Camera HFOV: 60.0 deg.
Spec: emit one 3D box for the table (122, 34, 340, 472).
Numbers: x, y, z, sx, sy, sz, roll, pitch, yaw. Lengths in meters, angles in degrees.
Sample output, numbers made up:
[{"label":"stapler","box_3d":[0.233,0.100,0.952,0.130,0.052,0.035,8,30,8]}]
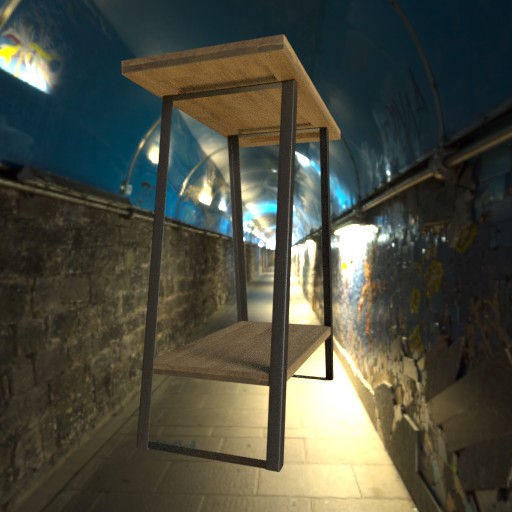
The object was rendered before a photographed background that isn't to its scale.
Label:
[{"label":"table","box_3d":[0.000,0.000,1.026,0.300,0.701,0.599,0,1,19]}]
